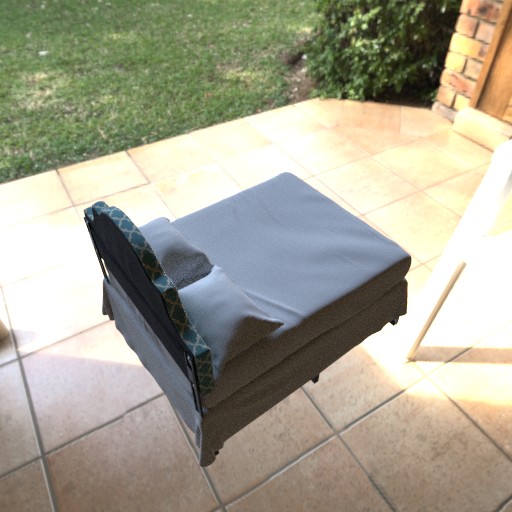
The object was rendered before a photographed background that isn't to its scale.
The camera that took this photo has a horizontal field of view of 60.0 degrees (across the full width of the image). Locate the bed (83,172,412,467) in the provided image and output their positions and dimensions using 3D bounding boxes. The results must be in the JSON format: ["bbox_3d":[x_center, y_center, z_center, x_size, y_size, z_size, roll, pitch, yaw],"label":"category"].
[{"bbox_3d":[0.000,0.000,3.481,2.222,1.633,1.780,-28,50,-26],"label":"bed"}]
